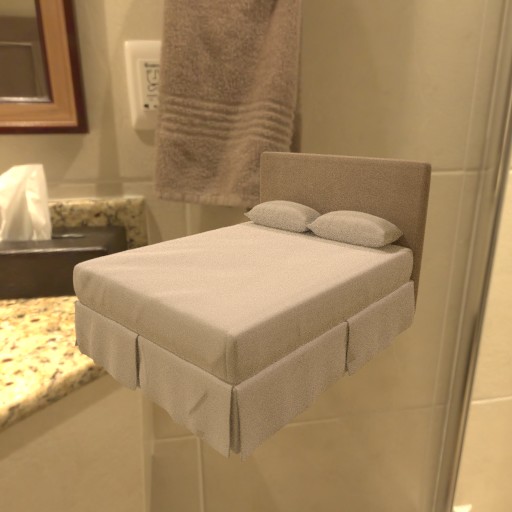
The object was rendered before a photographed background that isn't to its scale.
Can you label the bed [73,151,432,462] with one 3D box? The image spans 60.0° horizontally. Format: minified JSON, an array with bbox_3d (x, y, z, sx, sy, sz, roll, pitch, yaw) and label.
[{"bbox_3d":[0.000,0.000,3.246,1.713,1.330,2.162,15,23,40],"label":"bed"}]
